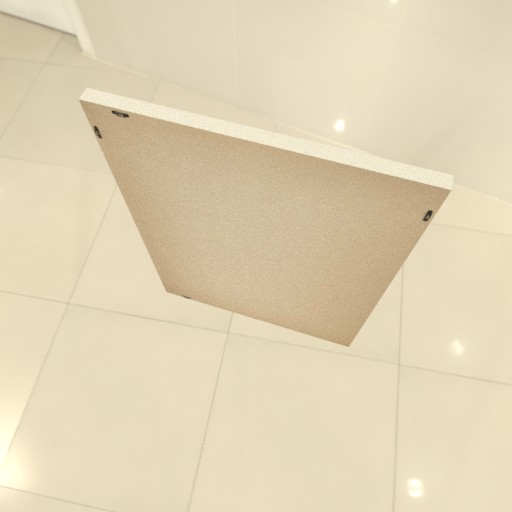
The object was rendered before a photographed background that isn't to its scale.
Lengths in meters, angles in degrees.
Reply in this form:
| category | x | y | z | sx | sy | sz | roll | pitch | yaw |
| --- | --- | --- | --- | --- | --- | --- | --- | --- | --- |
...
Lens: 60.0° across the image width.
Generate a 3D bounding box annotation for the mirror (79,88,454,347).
| category | x | y | z | sx | sy | sz | roll | pitch | yaw |
| --- | --- | --- | --- | --- | --- | --- | --- | --- | --- |
| mirror | 0.000 | 0.000 | 1.321 | 0.762 | 1.016 | 0.041 | 16 | 63 | 8 |
